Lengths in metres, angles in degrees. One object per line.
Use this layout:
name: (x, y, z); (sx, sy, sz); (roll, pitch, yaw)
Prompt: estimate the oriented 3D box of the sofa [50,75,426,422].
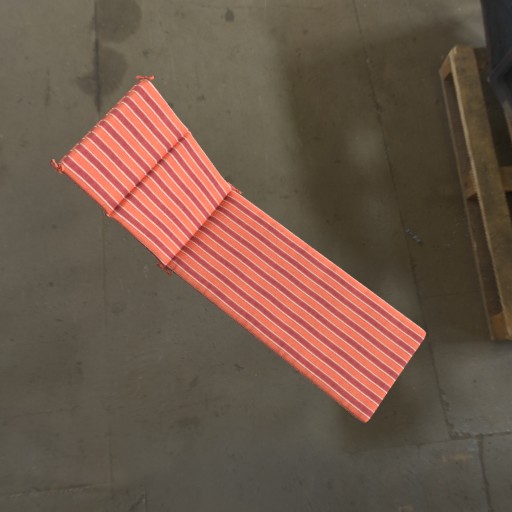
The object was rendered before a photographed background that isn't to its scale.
sofa: (0.000, 0.000, 1.933); (1.663, 0.622, 0.582); (37, 78, 9)
